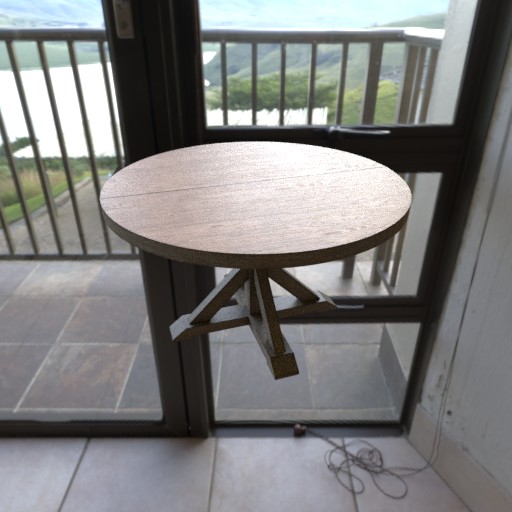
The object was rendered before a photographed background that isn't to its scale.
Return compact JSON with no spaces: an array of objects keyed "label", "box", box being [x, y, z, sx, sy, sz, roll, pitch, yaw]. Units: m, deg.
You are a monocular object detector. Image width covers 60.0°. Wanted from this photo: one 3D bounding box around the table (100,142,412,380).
[{"label":"table","box":[0.000,0.000,2.214,1.363,0.781,1.363,0,29,0]}]
